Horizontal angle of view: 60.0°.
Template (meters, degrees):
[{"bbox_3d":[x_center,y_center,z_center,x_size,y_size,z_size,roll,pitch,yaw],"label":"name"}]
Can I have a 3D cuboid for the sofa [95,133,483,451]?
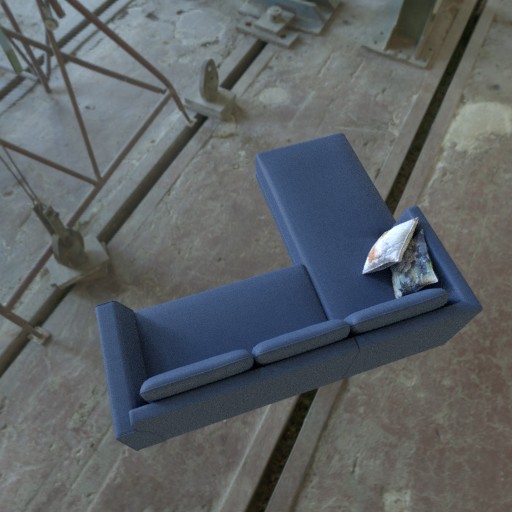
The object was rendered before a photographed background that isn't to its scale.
[{"bbox_3d":[0.000,0.000,3.039,2.120,0.787,1.829,-16,61,-9],"label":"sofa"}]
